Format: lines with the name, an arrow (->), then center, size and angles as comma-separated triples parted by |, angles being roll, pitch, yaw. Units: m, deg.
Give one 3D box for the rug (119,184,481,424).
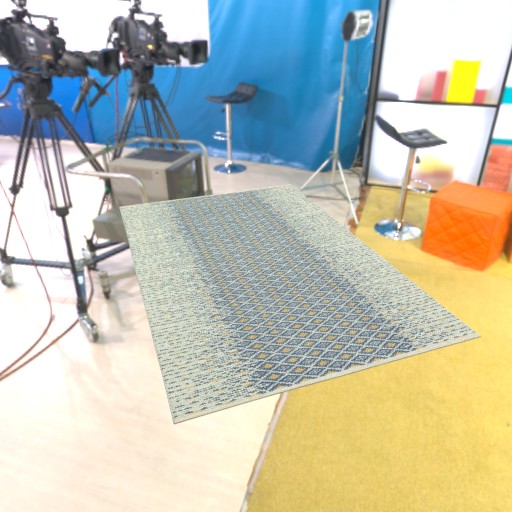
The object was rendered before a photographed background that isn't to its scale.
rug -> 0.000, 0.000, 2.311 | 1.219, 0.005, 1.828 | -10, 31, -18
